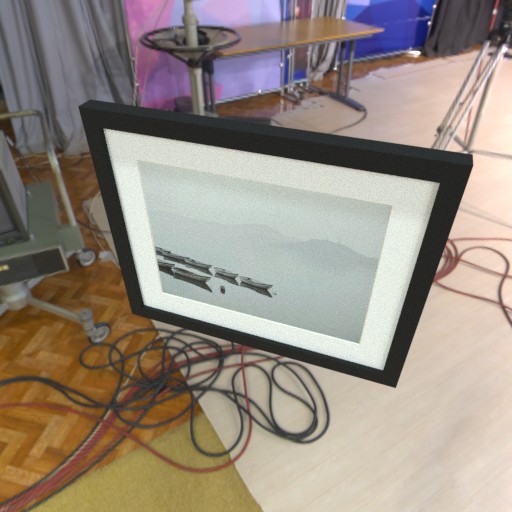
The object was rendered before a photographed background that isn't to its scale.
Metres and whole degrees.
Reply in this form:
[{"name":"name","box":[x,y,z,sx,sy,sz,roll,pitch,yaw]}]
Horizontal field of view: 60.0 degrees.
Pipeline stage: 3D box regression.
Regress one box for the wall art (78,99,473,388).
[{"name":"wall art","box":[0.000,0.000,0.750,0.554,0.454,0.030,13,41,15]}]
